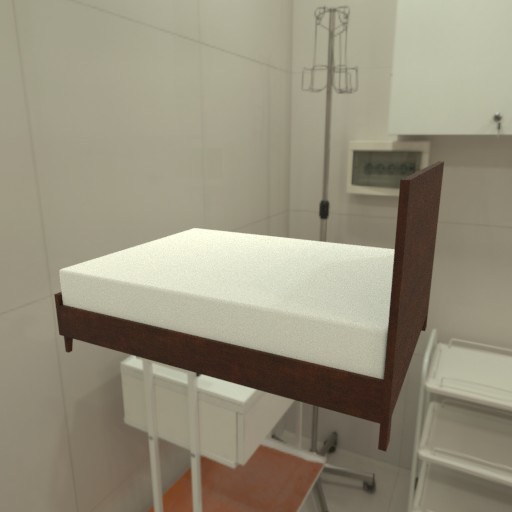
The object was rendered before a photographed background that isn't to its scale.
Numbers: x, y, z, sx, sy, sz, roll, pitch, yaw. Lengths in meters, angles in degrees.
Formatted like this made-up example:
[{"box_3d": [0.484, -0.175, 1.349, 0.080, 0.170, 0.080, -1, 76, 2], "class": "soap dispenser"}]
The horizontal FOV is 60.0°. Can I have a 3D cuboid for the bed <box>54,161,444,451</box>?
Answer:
[{"box_3d": [0.000, 0.000, 3.095, 2.184, 1.270, 1.600, 7, 17, 26], "class": "bed"}]
